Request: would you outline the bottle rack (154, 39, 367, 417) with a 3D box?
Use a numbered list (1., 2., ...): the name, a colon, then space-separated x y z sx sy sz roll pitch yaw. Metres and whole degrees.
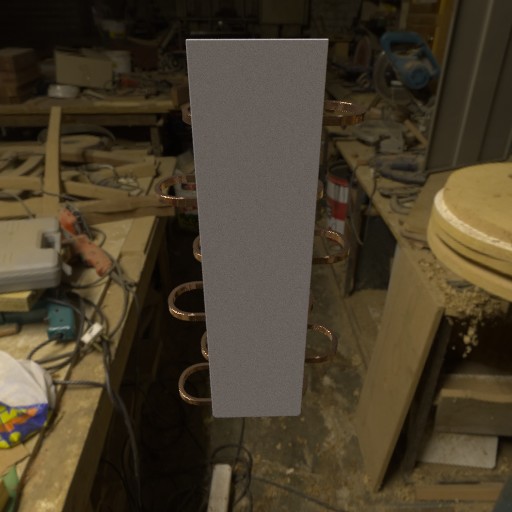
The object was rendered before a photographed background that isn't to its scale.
1. bottle rack: 0.000 0.000 0.795 0.332 0.709 0.118 -1 31 -1
